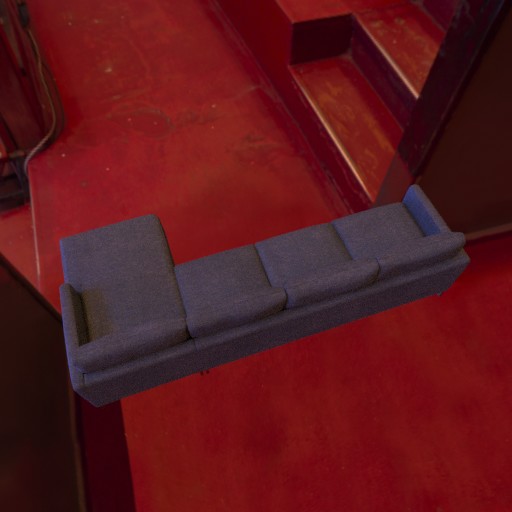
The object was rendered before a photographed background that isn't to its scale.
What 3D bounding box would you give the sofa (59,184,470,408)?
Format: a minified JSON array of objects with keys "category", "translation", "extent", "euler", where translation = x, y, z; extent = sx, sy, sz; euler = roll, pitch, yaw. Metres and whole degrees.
[{"category":"sofa","translation":[0.000,0.000,3.491],"extent":[2.932,0.810,1.350],"euler":[-16,60,-10]}]
